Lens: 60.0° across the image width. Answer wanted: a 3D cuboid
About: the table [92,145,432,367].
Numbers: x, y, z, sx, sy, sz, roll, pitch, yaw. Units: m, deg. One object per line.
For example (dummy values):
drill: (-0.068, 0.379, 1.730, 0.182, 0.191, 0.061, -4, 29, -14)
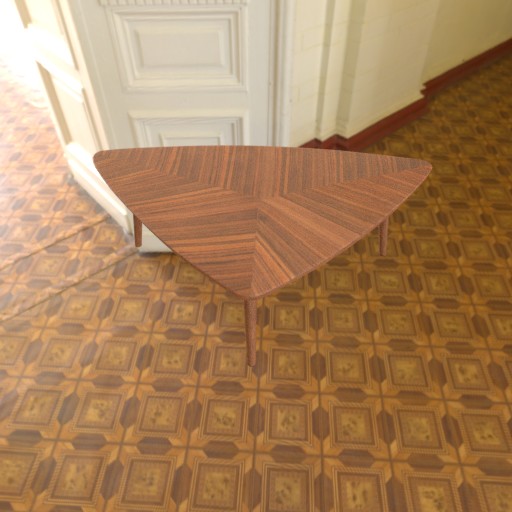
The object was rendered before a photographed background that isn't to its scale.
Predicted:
table: (0.000, 0.000, 1.292, 1.008, 0.365, 0.601, 2, 46, 2)
